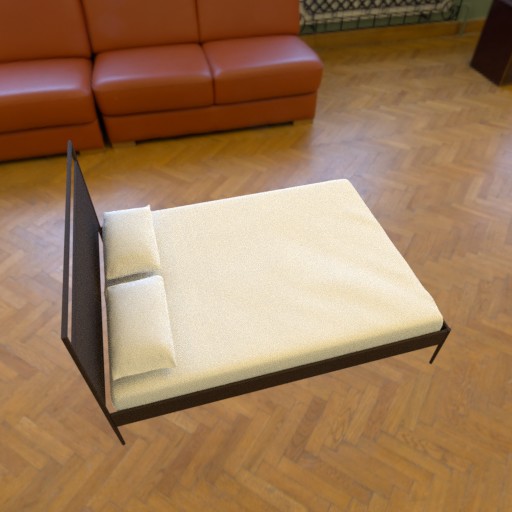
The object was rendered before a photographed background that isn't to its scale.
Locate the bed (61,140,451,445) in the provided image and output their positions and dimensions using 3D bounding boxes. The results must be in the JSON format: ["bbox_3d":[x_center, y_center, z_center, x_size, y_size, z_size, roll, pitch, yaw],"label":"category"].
[{"bbox_3d":[0.000,0.000,2.985,2.122,1.173,1.572,-11,47,-11],"label":"bed"}]
